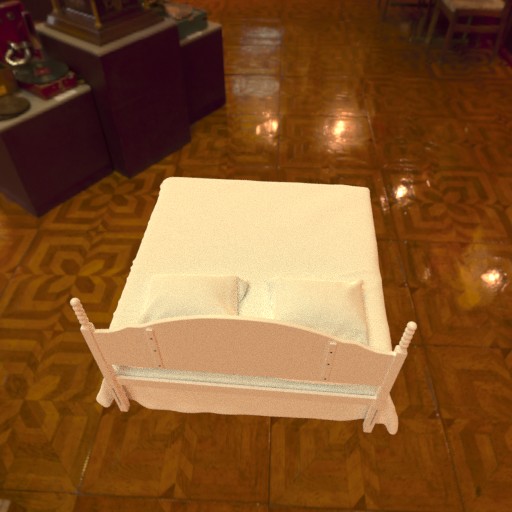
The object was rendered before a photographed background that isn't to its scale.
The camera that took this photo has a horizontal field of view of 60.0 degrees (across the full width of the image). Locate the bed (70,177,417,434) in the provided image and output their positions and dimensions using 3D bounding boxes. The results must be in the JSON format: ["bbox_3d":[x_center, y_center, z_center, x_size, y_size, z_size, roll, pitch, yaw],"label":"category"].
[{"bbox_3d":[0.000,0.000,3.640,2.322,1.355,2.219,4,46,3],"label":"bed"}]
